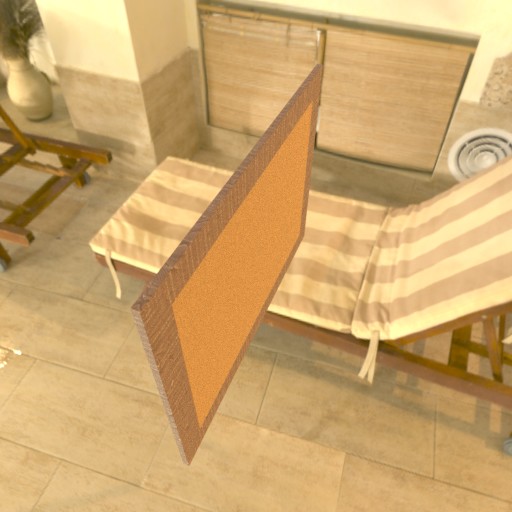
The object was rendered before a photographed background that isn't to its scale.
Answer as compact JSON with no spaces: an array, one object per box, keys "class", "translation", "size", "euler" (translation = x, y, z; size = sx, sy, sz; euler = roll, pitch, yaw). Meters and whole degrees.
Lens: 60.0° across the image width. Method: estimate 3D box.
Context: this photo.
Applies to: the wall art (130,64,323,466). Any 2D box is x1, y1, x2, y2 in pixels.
[{"class":"wall art","translation":[0.000,0.000,1.361],"size":[0.020,0.761,1.056],"euler":[17,49,16]}]
